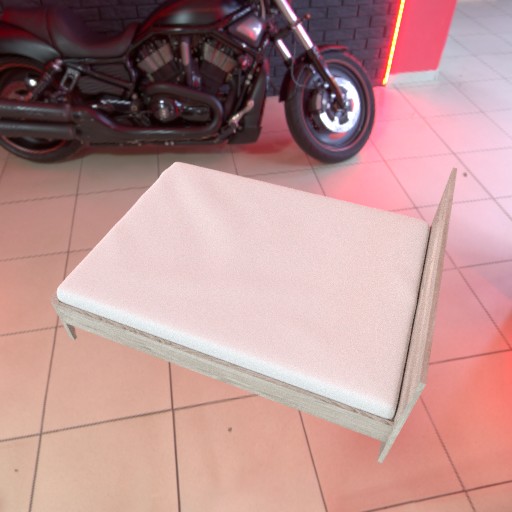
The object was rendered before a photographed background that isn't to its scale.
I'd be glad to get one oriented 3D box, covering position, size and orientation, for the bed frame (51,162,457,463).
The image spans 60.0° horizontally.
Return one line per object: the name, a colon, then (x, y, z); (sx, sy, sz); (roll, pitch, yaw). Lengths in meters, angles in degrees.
bed frame: (0.000, 0.000, 2.660); (1.950, 0.800, 1.490); (16, 48, 15)
